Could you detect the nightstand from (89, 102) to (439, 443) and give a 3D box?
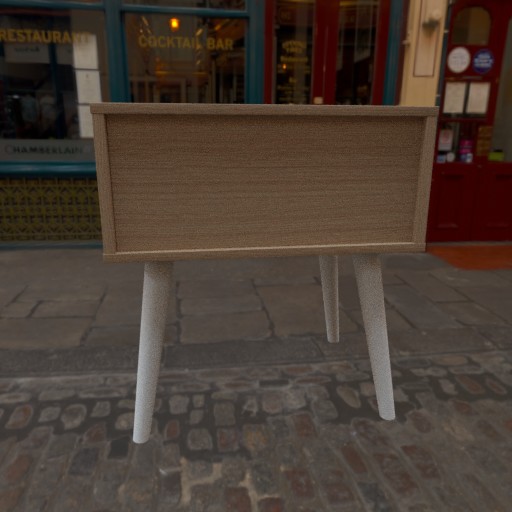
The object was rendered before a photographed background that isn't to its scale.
[{"bbox_3d":[0.000,0.000,0.986,0.571,0.610,0.407,-2,15,-8],"label":"nightstand"}]
